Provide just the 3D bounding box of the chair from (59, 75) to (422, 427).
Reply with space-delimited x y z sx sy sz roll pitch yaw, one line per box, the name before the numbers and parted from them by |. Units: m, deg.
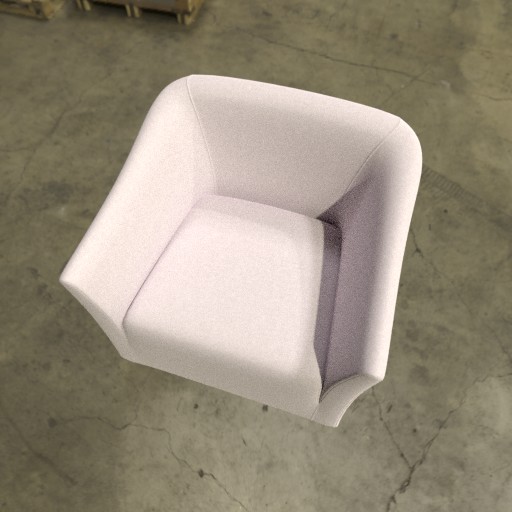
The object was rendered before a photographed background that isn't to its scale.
chair | 0.000 0.000 1.350 0.790 0.720 0.700 15 59 10
